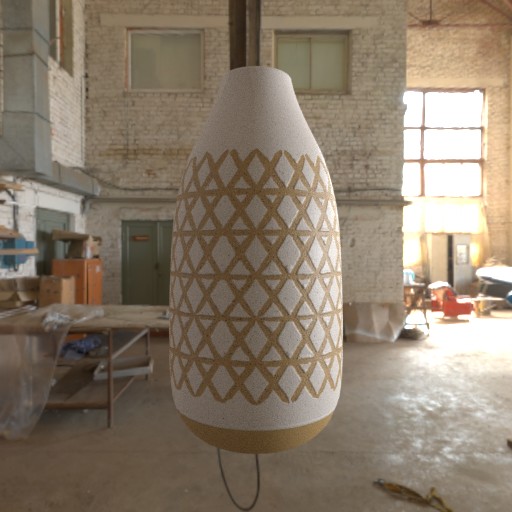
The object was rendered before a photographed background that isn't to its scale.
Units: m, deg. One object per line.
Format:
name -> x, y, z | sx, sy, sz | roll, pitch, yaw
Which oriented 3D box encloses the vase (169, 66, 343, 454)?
vase -> 0.000, 0.000, 0.481 | 0.186, 0.380, 0.186 | 0, 1, 0
